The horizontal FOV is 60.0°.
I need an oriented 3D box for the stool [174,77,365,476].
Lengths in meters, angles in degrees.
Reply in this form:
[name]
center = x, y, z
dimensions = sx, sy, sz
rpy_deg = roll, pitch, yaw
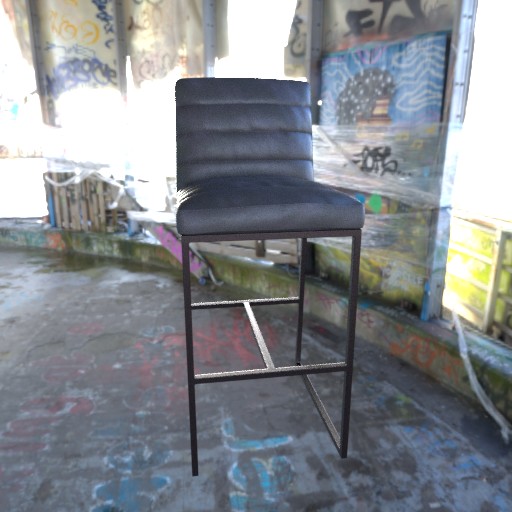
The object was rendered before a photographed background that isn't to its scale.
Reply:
[stool]
center = 0.000, 0.000, 1.340
dimensions = 0.463, 1.065, 0.562
rpy_deg = -3, 16, -9
